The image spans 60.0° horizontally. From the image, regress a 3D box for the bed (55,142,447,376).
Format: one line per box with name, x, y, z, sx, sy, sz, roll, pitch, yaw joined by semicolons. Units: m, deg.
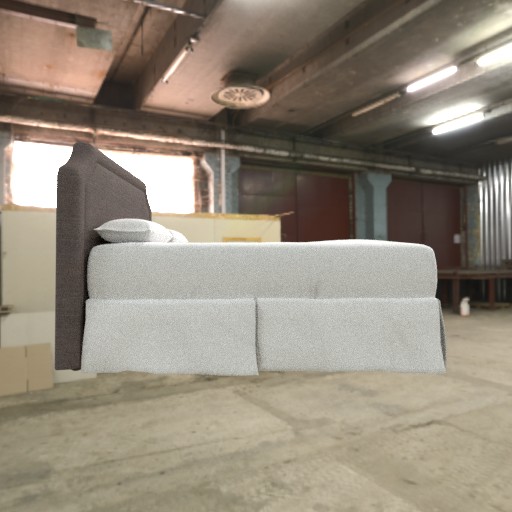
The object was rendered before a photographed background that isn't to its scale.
bed;0.000;0.000;3.153;2.116;1.290;1.693;0;-1;0
